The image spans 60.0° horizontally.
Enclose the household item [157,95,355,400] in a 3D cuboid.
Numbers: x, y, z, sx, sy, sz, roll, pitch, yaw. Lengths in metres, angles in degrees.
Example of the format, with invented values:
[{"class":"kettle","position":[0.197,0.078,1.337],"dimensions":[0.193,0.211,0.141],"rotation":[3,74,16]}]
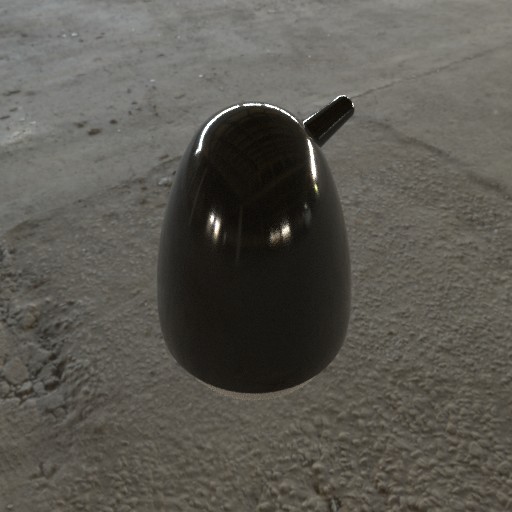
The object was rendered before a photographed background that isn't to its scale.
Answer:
[{"class":"household item","position":[0.000,0.000,0.217],"dimensions":[0.104,0.152,0.102],"rotation":[-26,48,-26]}]
